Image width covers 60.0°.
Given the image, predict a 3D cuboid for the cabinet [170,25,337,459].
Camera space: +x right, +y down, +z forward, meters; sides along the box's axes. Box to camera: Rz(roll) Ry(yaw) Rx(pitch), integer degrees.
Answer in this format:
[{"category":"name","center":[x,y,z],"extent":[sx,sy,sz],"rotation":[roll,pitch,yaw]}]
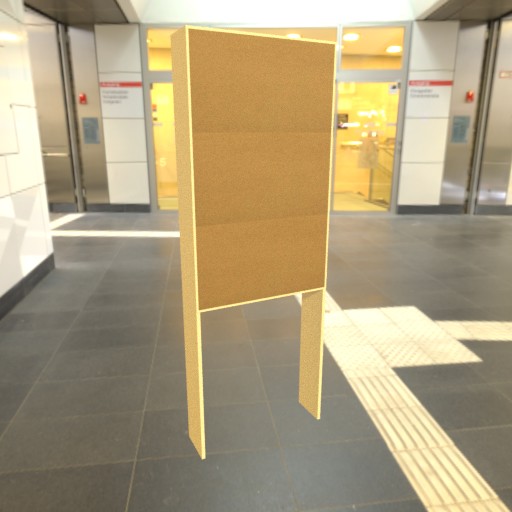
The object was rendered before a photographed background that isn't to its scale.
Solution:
[{"category":"cabinet","center":[0.000,0.000,1.978],"extent":[0.643,1.770,0.192],"rotation":[-8,17,-26]}]
